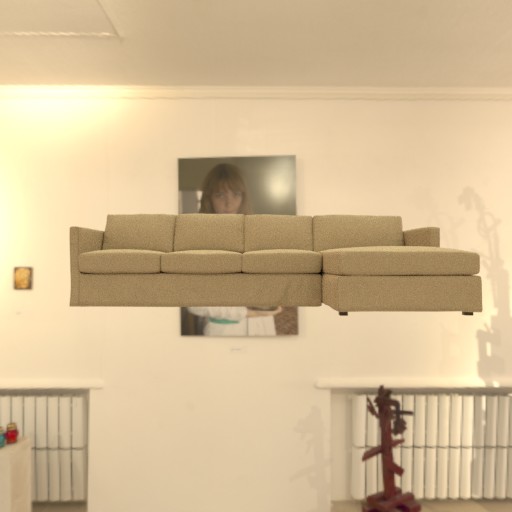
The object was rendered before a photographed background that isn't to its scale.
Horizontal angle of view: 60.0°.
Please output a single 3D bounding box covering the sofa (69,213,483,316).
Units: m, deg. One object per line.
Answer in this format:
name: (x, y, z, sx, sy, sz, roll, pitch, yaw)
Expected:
sofa: (0.000, 0.000, 3.889, 3.177, 0.867, 1.622, 0, 0, -1)
